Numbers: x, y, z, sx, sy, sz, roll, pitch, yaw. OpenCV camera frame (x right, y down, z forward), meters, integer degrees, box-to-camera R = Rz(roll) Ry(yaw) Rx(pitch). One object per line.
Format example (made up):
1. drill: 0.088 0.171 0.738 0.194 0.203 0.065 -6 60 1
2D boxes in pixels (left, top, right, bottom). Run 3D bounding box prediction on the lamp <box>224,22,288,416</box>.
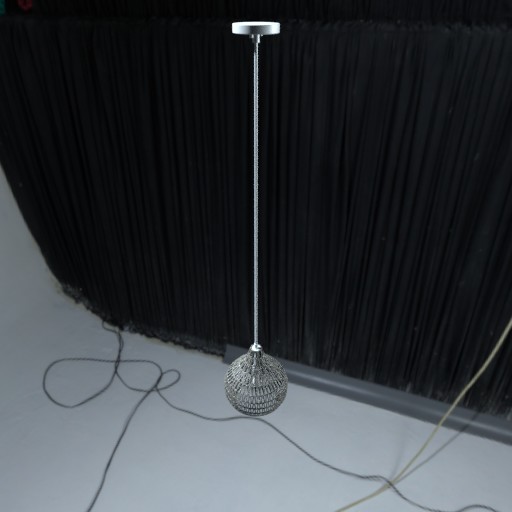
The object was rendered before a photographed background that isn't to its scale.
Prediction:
1. lamp: 0.000 0.000 2.062 0.355 1.919 0.355 11 33 18
